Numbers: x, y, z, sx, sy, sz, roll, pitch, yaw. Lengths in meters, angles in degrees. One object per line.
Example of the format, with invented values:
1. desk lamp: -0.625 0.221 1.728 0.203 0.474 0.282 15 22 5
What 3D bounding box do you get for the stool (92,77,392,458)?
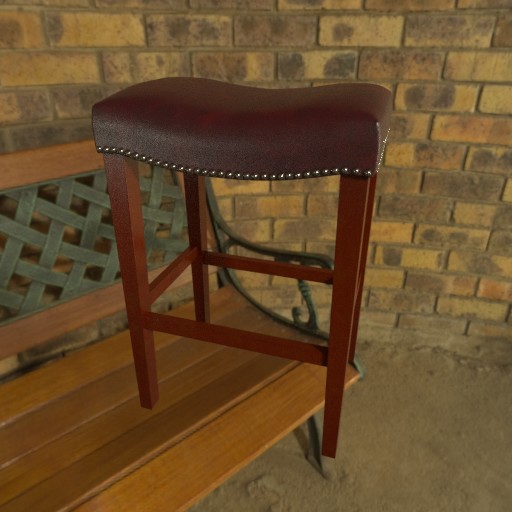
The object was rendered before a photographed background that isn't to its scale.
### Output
1. stool: 0.000 0.000 1.012 0.504 0.742 0.372 8 29 16
